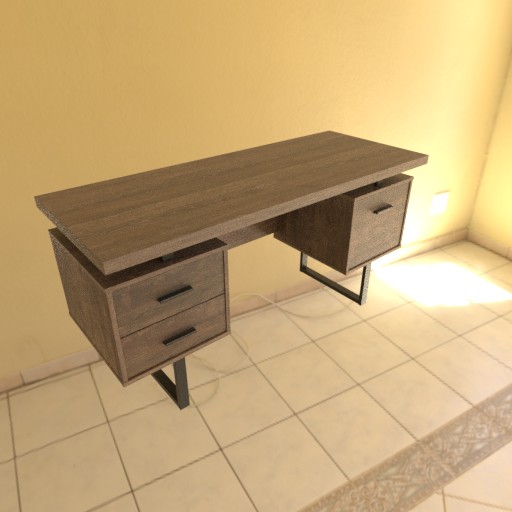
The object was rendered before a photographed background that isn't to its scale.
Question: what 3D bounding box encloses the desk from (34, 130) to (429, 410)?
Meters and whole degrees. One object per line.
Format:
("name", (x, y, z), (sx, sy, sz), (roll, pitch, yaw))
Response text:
("desk", (0.000, 0.000, 1.961), (1.524, 0.760, 0.600), (-22, 36, -34))
